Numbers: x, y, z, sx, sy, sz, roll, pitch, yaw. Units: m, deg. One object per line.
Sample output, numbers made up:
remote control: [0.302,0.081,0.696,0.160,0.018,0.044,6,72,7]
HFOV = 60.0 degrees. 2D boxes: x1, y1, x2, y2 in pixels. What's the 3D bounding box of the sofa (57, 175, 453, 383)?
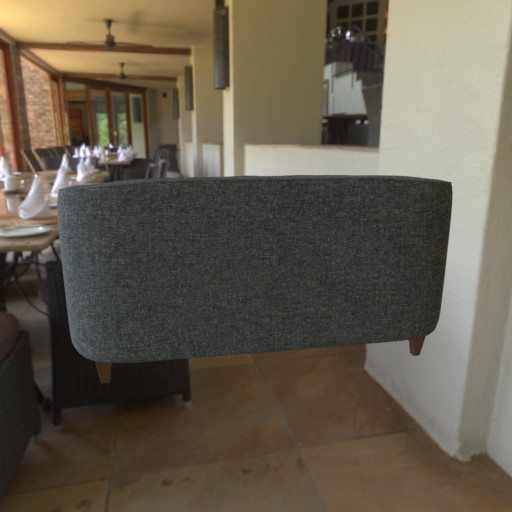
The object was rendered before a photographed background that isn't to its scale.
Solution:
sofa: [0.000,0.000,2.228,1.733,0.855,0.941,-3,15,-10]
